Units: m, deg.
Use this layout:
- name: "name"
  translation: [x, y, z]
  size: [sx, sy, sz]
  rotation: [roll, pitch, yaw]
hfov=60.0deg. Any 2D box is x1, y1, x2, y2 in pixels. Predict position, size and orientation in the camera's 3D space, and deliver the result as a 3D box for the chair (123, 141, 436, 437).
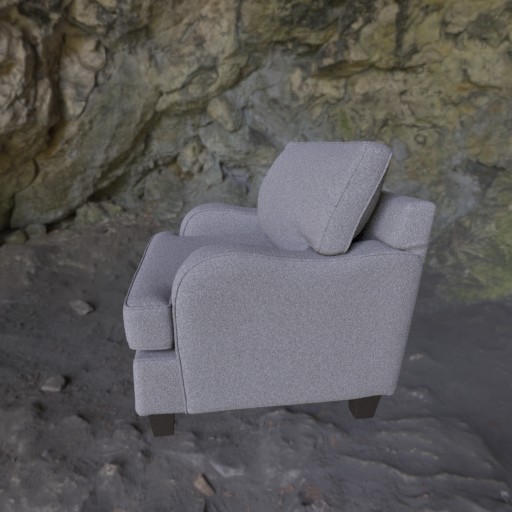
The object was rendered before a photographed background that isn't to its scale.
- name: "chair"
  translation: [0.000, 0.000, 2.021]
  size: [1.040, 1.016, 1.220]
  rotation: [-2, 14, -8]
